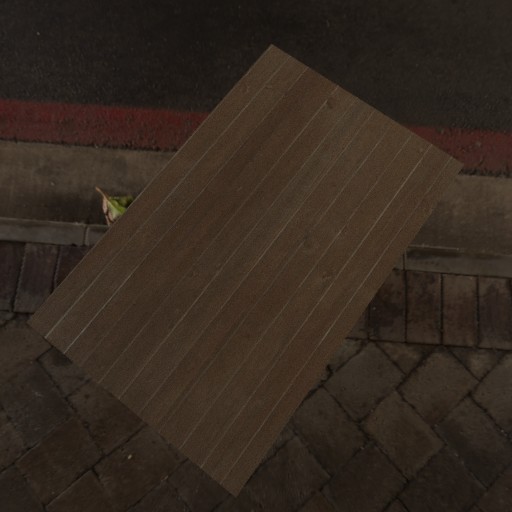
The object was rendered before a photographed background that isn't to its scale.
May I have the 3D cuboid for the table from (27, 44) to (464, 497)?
[{"bbox_3d":[0.000,0.000,1.662,0.827,0.413,1.299,36,78,9],"label":"table"}]
